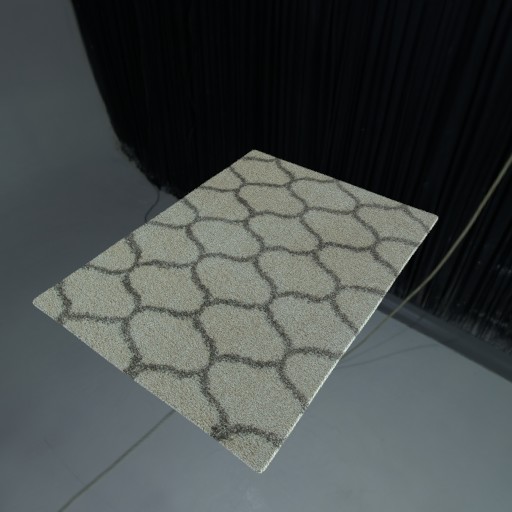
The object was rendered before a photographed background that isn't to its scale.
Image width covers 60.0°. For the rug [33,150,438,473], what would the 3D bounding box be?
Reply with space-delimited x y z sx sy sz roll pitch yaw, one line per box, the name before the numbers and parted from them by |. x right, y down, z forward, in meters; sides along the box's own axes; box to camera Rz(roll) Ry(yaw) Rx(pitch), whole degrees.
rug | 0.000 0.000 2.099 1.200 0.025 1.600 26 48 26
